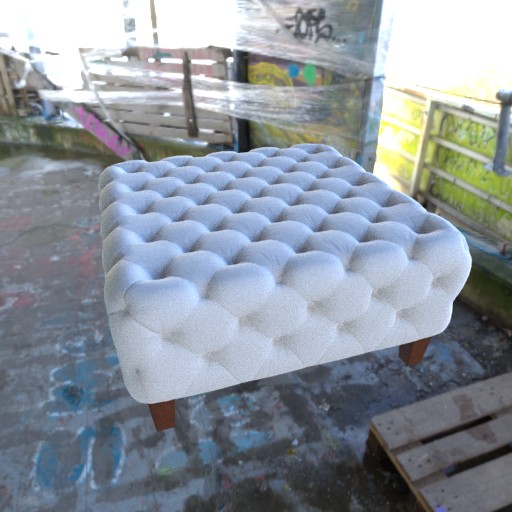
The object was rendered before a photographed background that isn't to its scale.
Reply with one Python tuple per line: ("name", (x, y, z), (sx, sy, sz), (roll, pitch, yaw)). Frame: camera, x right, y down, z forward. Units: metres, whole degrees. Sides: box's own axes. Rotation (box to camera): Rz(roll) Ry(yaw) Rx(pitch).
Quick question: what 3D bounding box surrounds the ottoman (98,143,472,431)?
("ottoman", (0.000, 0.000, 1.196), (0.755, 0.376, 0.753), (-9, 32, -15))
